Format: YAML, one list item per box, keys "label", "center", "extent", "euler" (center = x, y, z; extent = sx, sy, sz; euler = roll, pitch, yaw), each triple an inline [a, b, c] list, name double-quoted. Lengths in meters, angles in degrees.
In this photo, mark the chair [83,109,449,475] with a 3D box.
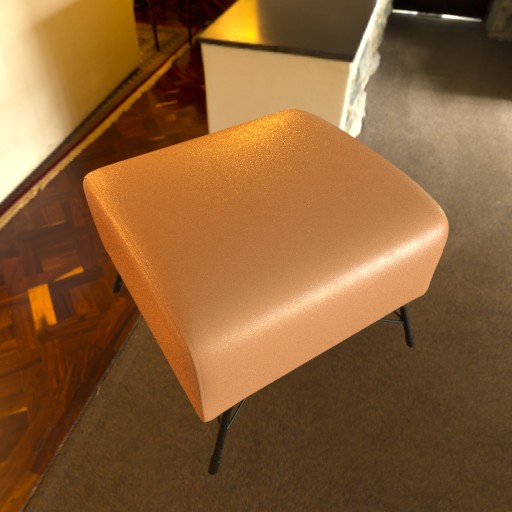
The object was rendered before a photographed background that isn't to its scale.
- label: "chair"
  center: [0.000, 0.000, 0.921]
  extent: [0.530, 0.410, 0.530]
  euler: [-24, 50, -22]
